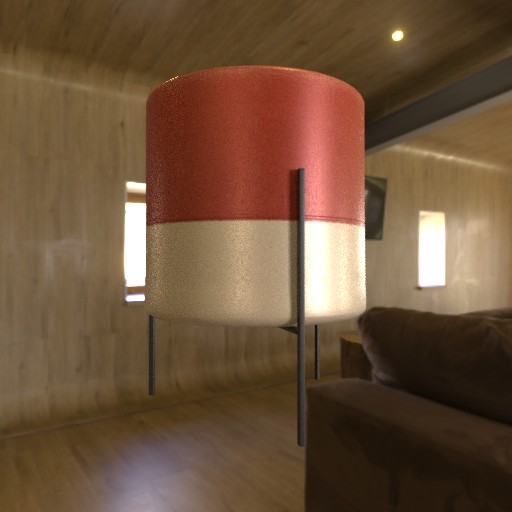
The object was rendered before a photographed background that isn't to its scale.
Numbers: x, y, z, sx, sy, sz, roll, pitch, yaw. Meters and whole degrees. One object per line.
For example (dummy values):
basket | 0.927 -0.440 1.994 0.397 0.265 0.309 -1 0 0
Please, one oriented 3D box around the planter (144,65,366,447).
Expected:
planter | 0.000 0.000 0.706 0.345 0.465 0.354 0 -1 -18
